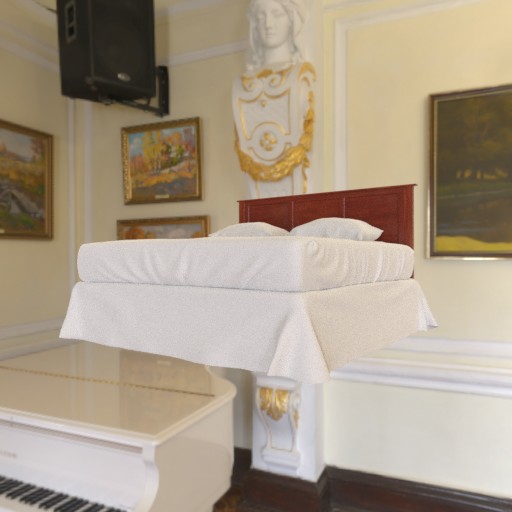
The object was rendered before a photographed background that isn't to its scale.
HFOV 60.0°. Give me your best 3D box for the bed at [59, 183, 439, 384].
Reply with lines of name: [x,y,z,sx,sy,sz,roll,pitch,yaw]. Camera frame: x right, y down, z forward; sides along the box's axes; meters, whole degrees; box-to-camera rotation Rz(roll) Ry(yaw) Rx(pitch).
bed: [0.000,0.000,3.594,2.314,1.271,2.219,0,0,36]
